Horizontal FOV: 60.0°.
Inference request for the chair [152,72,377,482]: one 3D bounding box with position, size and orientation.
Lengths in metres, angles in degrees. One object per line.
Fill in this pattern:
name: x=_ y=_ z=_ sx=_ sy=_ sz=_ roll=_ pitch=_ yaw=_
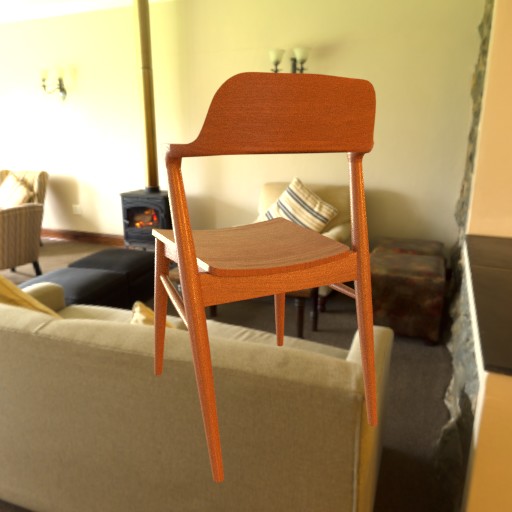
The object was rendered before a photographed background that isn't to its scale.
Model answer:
chair: x=0.000 y=0.000 z=1.118 sx=0.496 sy=0.801 sz=0.499 roll=-7 pitch=17 yaw=-25
